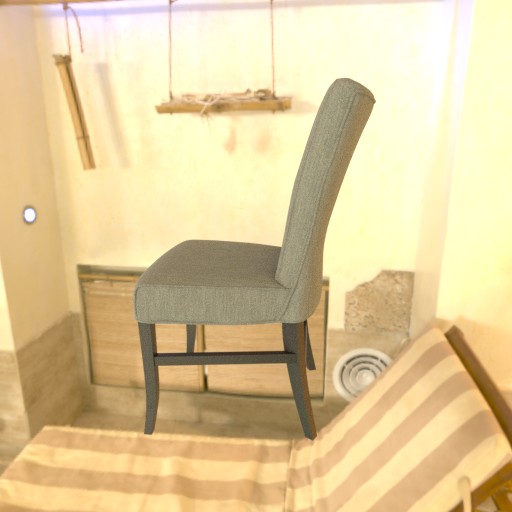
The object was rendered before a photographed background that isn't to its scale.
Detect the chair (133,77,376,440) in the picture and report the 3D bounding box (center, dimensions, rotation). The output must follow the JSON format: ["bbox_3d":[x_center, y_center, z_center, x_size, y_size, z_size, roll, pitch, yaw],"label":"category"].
[{"bbox_3d":[0.000,0.000,1.386,0.660,0.991,0.520,2,16,7],"label":"chair"}]
